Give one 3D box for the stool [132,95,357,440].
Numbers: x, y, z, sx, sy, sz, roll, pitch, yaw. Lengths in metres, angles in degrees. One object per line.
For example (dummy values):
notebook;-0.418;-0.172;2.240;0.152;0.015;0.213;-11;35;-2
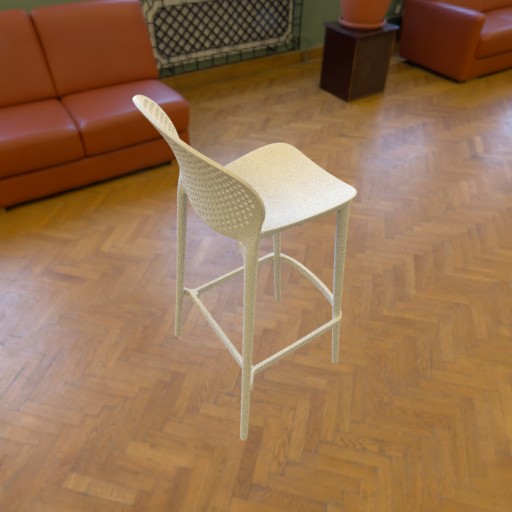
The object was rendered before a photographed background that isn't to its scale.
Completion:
stool;0.000;0.000;1.387;0.535;1.045;0.536;-23;47;-24
